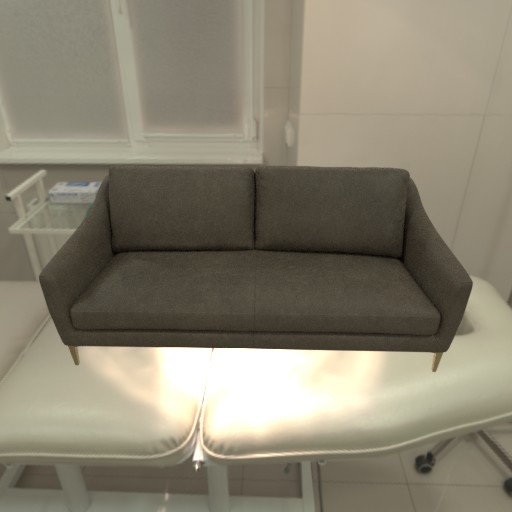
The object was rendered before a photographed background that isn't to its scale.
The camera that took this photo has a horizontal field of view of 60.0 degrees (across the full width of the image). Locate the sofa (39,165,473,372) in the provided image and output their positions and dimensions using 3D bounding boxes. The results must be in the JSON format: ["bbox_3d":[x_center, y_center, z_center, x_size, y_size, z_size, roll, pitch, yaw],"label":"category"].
[{"bbox_3d":[0.000,0.000,2.520,2.036,0.902,0.960,1,30,1],"label":"sofa"}]
